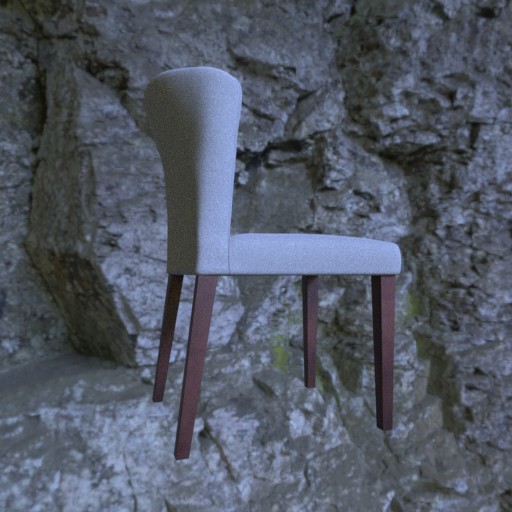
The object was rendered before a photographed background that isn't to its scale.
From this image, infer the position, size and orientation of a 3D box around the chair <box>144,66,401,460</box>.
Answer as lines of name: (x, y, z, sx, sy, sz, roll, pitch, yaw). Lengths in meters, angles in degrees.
chair: (0.000, 0.000, 1.190, 0.592, 0.839, 0.491, 1, -2, -19)
